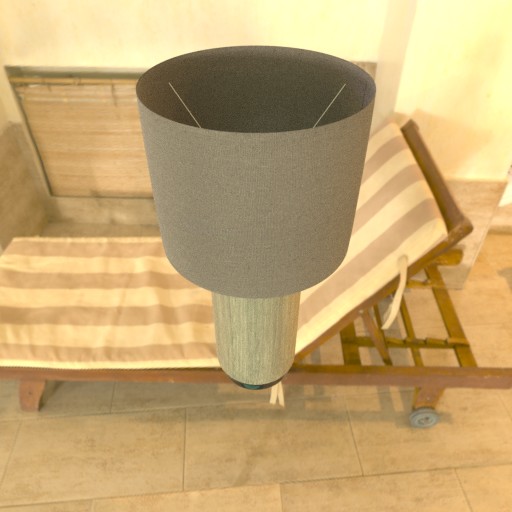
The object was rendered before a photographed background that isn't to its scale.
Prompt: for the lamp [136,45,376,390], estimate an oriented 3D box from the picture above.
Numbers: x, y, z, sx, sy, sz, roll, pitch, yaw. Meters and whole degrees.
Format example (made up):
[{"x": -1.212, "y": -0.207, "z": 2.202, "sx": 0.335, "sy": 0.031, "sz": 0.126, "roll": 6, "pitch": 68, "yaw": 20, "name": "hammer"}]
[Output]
[{"x": 0.000, "y": 0.000, "z": 0.570, "sx": 0.228, "sy": 0.444, "sz": 0.228, "roll": 1, "pitch": 41, "yaw": 1, "name": "lamp"}]
